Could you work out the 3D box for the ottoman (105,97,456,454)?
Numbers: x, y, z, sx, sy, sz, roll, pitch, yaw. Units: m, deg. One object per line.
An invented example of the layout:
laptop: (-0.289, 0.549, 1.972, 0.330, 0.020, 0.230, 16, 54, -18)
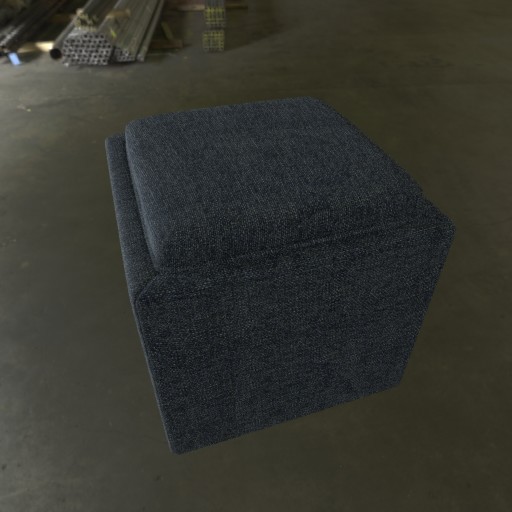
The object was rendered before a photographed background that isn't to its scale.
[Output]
ottoman: (0.000, 0.000, 0.826, 0.450, 0.460, 0.450, -12, 42, -14)
